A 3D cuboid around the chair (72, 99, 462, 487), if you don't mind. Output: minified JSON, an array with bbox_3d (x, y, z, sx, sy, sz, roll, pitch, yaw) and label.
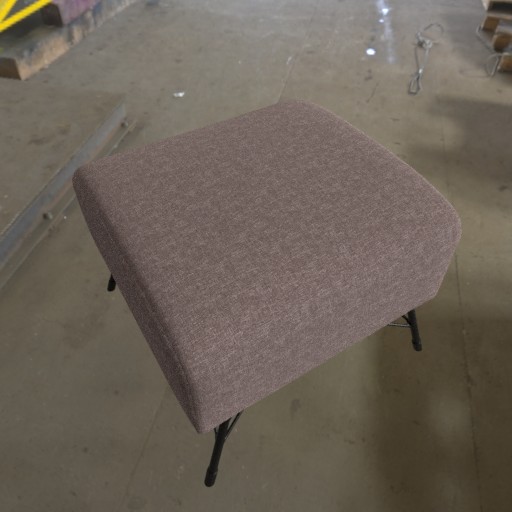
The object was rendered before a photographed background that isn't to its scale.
[{"bbox_3d":[0.000,0.000,0.871,0.530,0.410,0.530,-24,52,-21],"label":"chair"}]
